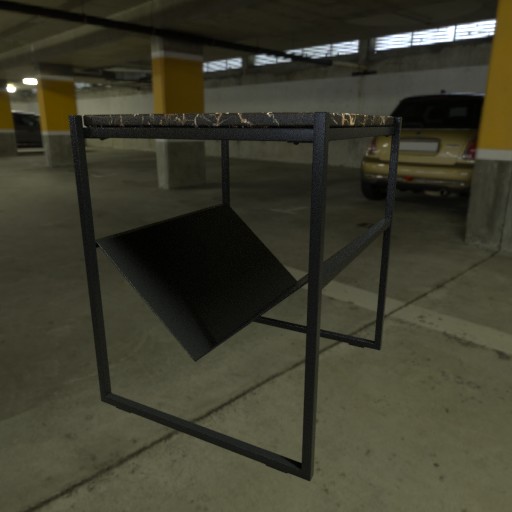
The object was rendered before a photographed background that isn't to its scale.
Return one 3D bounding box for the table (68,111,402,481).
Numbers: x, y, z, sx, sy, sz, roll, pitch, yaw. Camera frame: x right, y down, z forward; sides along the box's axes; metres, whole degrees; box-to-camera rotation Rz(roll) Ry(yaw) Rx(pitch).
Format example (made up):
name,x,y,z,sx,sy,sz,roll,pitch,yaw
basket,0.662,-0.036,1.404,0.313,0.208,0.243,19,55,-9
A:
name,x,y,z,sx,sy,sz,roll,pitch,yaw
table,0.000,0.000,0.885,0.432,0.534,0.469,9,19,27
